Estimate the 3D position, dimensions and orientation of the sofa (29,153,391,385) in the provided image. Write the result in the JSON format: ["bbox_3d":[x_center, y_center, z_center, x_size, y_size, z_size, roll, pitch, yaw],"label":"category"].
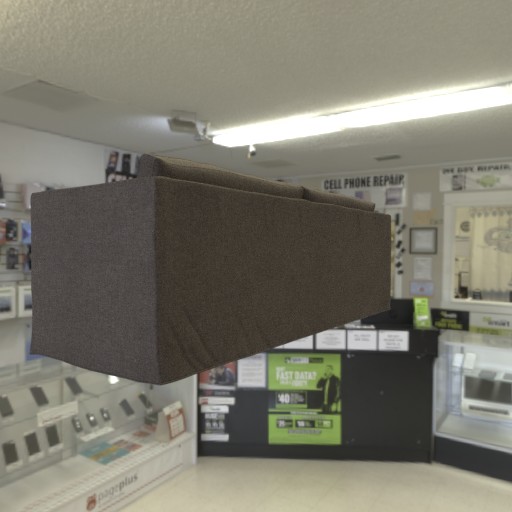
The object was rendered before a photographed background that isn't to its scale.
[{"bbox_3d":[0.000,0.000,3.164,1.036,0.998,2.779,1,2,36],"label":"sofa"}]
